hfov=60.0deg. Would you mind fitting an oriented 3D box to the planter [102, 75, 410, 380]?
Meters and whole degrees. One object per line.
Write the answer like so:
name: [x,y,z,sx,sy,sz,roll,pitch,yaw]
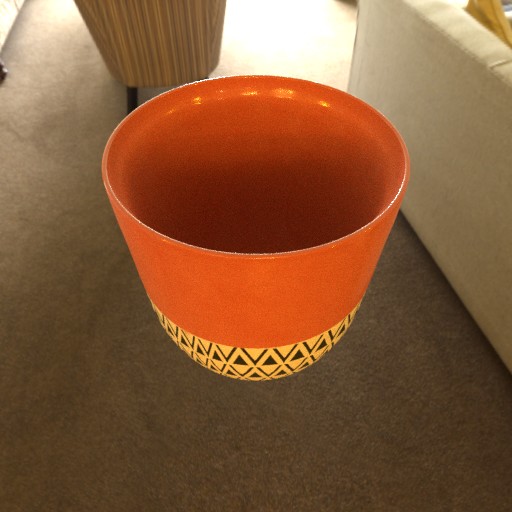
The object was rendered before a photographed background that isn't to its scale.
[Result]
planter: [0.000,0.000,0.365,0.195,0.214,0.195,0,48,0]
